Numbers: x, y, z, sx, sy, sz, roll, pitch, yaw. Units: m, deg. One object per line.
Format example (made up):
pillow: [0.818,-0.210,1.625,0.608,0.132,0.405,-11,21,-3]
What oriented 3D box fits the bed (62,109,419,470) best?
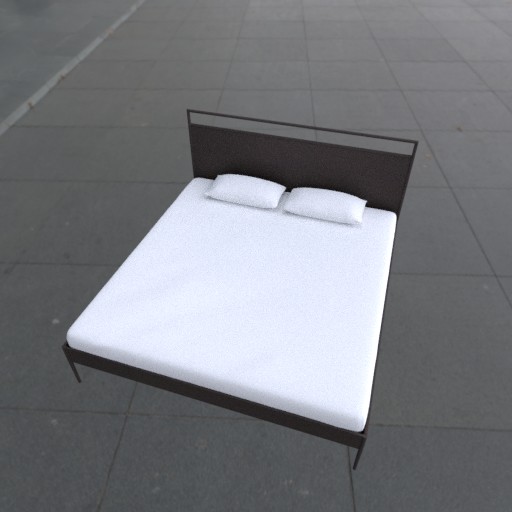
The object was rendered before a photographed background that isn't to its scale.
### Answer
bed: [0.000,0.000,3.332,1.993,1.173,2.151,12,42,14]
